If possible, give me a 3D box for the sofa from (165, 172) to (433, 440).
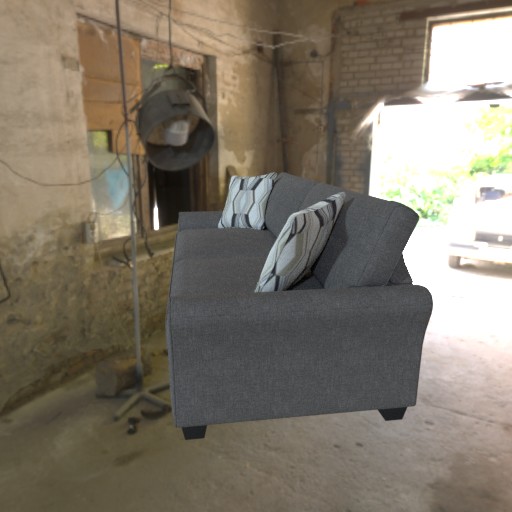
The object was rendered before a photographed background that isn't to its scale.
[{"bbox_3d":[0.000,0.000,2.390,0.889,0.813,2.032,-2,14,-8],"label":"sofa"}]
